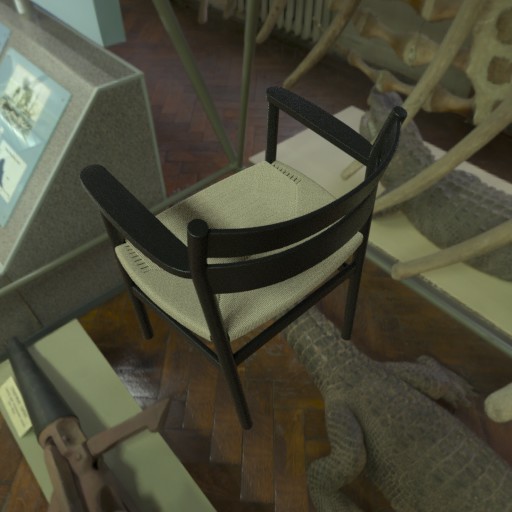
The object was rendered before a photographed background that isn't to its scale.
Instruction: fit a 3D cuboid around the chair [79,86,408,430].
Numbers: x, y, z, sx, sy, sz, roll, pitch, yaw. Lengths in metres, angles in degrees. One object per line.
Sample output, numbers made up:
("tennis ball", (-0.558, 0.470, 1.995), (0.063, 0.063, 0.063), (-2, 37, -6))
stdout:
("chair", (0.000, 0.000, 1.176), (0.630, 0.775, 0.508), (-33, 55, -27))
